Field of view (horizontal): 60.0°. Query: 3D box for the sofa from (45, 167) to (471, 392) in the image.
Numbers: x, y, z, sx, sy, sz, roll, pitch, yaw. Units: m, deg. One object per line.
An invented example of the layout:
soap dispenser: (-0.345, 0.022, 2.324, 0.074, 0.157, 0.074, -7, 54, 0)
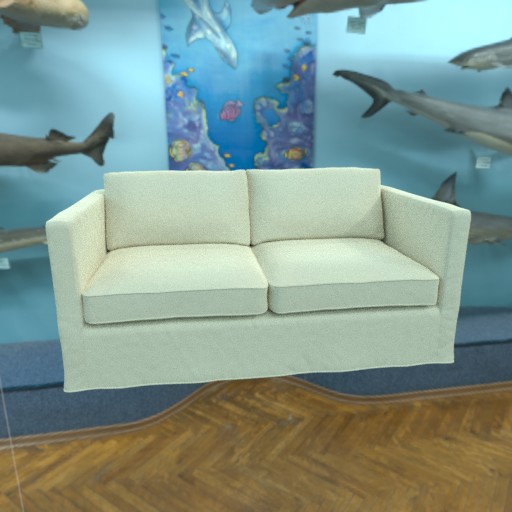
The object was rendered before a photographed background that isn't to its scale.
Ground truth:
sofa: (0.000, 0.000, 2.266, 1.746, 0.834, 0.962, -2, 16, -8)
